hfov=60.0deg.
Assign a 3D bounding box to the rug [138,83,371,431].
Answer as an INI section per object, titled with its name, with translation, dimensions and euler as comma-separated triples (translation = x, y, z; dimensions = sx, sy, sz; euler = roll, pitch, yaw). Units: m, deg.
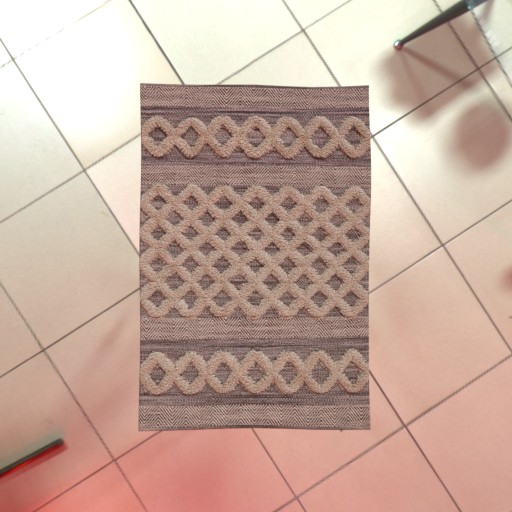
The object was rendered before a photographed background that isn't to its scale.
[rug]
translation = 0.000, 0.000, 2.324
dimensions = 1.222, 0.030, 1.823
euler = 0, 89, -1
